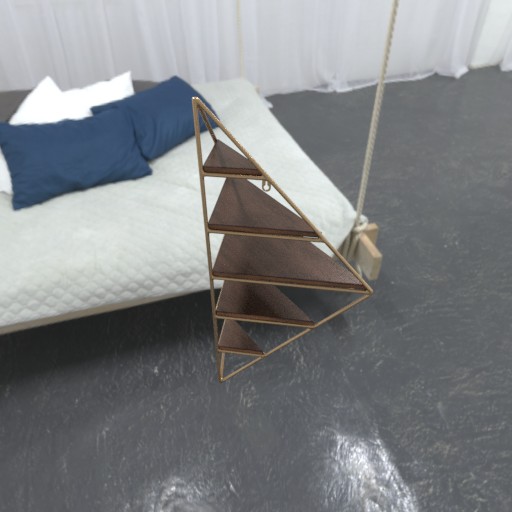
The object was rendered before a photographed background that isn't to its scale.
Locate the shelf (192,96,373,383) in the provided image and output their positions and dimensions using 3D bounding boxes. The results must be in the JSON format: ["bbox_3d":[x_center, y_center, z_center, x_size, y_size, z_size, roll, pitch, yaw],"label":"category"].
[{"bbox_3d":[0.000,0.000,1.179,0.294,0.913,0.564,-26,47,-27],"label":"shelf"}]
